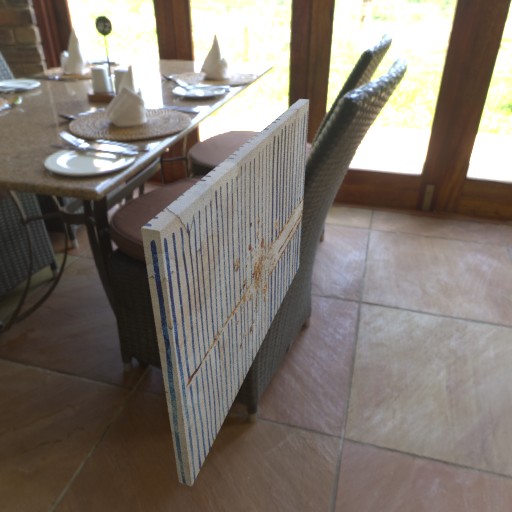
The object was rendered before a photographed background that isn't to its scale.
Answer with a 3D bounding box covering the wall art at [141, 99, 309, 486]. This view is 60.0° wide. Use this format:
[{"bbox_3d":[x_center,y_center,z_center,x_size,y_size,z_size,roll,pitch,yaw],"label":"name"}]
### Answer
[{"bbox_3d":[0.000,0.000,1.437,0.038,0.757,1.143,10,32,16],"label":"wall art"}]
